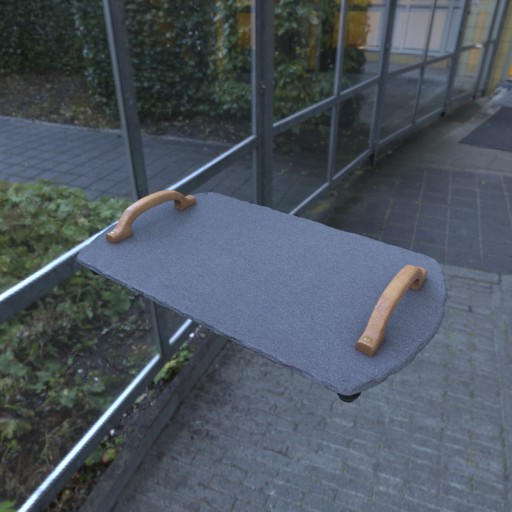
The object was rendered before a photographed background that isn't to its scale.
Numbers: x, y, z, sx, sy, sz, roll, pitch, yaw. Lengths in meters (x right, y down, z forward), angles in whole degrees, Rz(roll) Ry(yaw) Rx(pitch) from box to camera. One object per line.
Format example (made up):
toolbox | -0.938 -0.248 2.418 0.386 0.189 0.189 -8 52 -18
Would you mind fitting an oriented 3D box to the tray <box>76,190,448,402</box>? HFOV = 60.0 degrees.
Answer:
tray | 0.000 0.000 0.475 0.387 0.062 0.231 20 36 30
